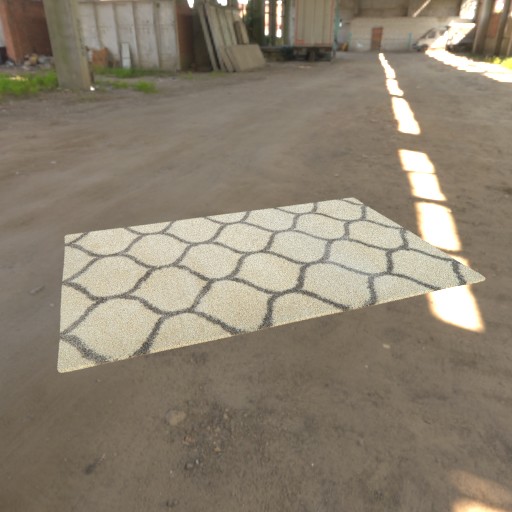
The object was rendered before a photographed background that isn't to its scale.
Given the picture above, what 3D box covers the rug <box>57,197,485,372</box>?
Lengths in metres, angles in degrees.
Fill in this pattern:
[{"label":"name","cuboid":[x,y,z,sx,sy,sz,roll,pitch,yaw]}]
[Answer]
[{"label":"rug","cuboid":[0.000,0.000,2.877,2.348,0.024,1.501,-9,28,-18]}]
